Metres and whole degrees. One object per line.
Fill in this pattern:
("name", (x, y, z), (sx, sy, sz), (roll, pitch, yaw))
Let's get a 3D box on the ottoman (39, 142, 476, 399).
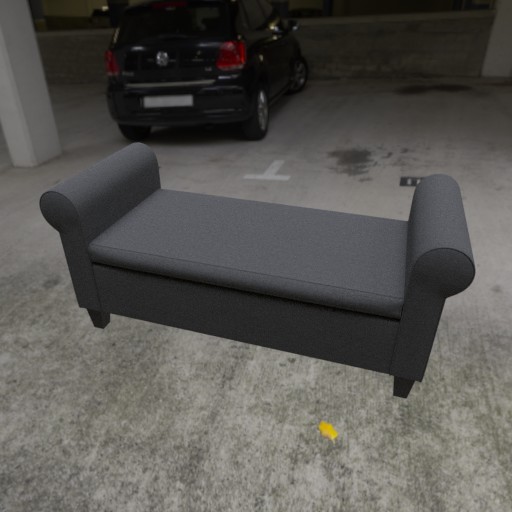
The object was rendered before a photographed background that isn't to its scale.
("ottoman", (0.000, 0.000, 1.530), (1.256, 0.547, 0.521), (9, 33, 15))
